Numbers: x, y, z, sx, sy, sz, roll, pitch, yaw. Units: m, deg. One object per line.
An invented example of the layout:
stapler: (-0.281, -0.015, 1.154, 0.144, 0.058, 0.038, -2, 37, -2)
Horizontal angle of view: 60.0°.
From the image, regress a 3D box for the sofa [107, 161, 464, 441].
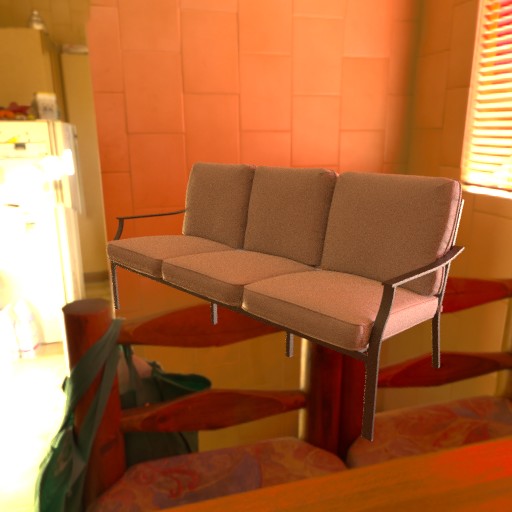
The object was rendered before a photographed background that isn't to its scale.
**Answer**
sofa: (0.000, 0.000, 2.218, 1.740, 0.860, 0.787, 14, 21, 42)
